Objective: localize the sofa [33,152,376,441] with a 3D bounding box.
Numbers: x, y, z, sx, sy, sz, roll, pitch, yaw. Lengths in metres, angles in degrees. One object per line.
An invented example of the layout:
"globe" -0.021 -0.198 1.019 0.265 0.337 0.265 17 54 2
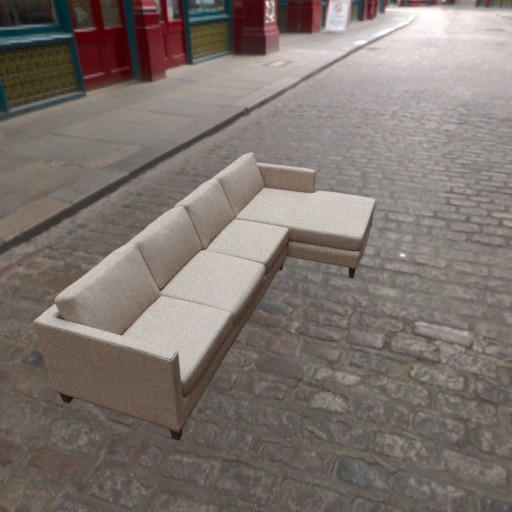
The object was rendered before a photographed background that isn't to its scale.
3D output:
"sofa" 0.000 0.000 3.750 1.625 0.846 3.186 11 32 17
